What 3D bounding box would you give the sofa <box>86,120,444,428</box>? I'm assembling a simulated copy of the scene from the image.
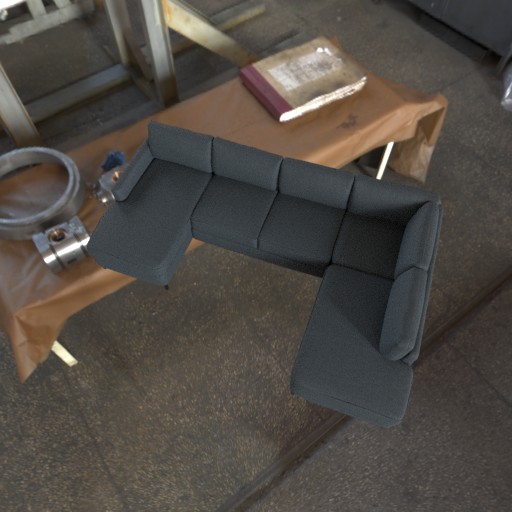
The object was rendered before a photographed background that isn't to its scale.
[{"bbox_3d":[0.000,0.000,3.927,2.975,0.858,1.984,17,60,10],"label":"sofa"}]
